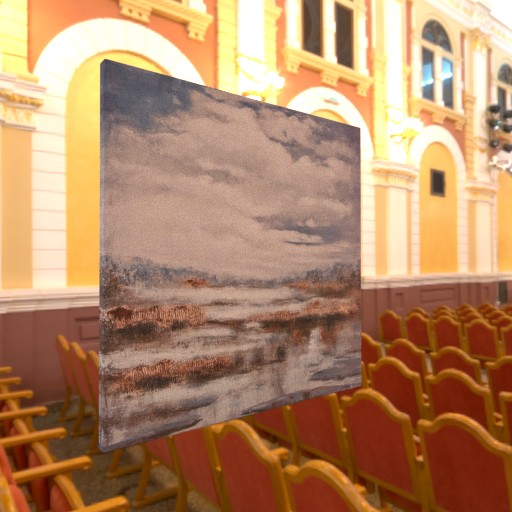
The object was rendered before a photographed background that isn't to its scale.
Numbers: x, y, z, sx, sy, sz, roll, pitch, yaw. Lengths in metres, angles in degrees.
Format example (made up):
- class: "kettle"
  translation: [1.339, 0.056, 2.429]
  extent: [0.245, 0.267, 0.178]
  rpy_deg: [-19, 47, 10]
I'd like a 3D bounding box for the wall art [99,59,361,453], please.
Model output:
- class: "wall art"
  translation: [0.000, 0.000, 1.461]
  extent: [1.010, 1.020, 0.040]
  rpy_deg: [0, -1, -37]
